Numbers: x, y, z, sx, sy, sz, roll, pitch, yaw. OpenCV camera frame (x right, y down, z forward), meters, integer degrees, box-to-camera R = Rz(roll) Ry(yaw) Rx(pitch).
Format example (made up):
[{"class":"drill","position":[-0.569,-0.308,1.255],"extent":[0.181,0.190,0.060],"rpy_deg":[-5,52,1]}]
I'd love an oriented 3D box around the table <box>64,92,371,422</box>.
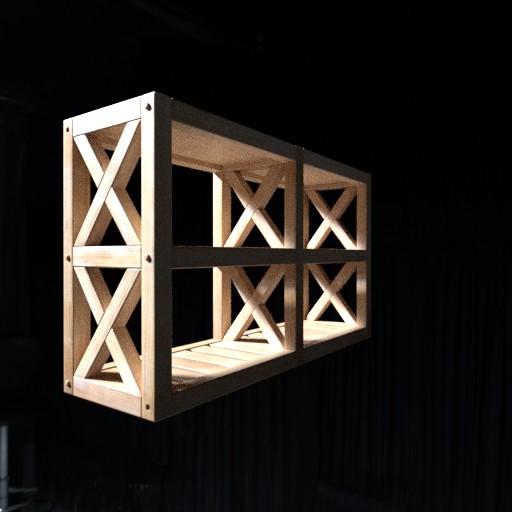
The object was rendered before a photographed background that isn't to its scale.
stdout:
[{"class":"table","position":[0.000,0.000,1.656],"extent":[0.381,0.762,1.320],"rpy_deg":[0,0,36]}]
